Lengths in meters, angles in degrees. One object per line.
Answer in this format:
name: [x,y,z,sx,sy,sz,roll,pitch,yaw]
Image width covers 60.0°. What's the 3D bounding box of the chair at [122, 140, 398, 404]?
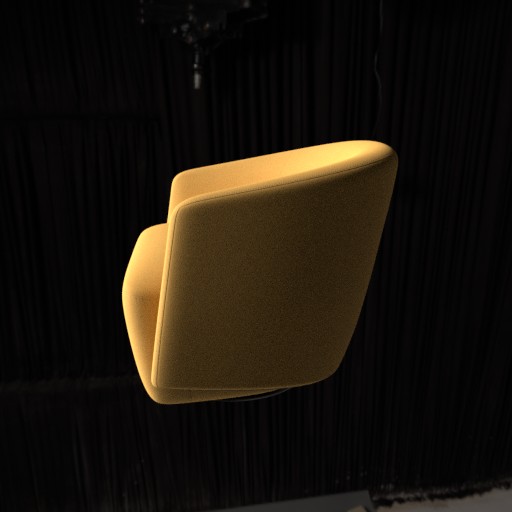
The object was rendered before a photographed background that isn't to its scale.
chair: [0.000,0.000,1.388,0.767,0.698,0.773,-3,15,-10]
